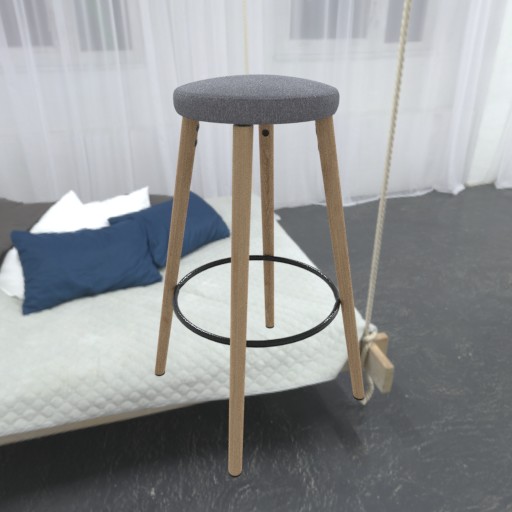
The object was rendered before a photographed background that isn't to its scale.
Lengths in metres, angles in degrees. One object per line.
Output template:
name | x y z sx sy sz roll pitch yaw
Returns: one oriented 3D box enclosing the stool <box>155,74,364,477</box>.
stool | 0.000 0.000 1.019 0.410 0.770 0.410 -18 31 -31
